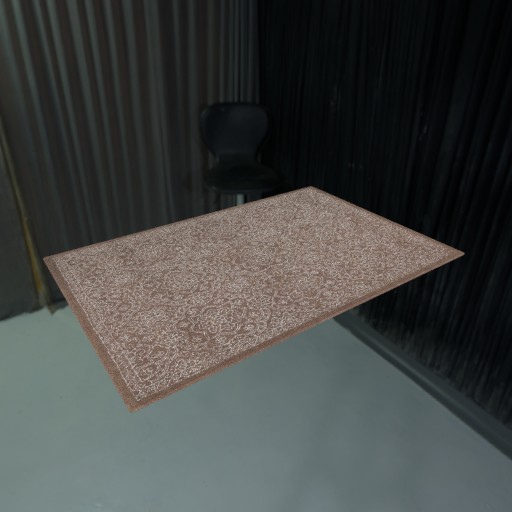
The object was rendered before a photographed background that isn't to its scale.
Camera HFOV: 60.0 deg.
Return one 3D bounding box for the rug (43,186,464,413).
[{"bbox_3d":[0.000,0.000,2.882,2.286,0.011,1.524,-19,34,-30],"label":"rug"}]
